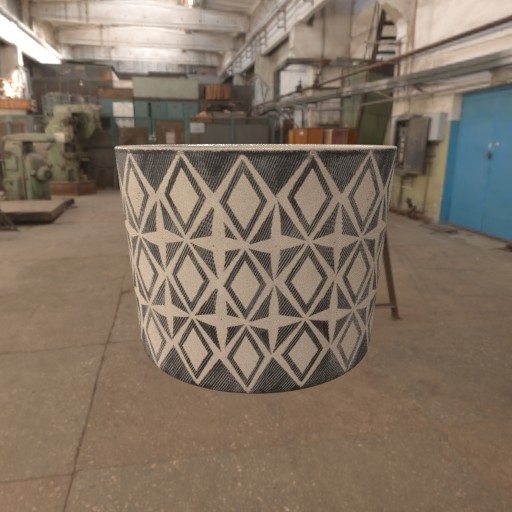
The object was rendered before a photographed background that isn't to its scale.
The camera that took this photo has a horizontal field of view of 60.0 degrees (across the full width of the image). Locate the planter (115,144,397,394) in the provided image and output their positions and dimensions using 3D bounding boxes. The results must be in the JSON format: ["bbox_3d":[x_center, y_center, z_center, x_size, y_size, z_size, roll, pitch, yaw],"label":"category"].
[{"bbox_3d":[0.000,0.000,0.454,0.260,0.220,0.260,0,15,0],"label":"planter"}]
